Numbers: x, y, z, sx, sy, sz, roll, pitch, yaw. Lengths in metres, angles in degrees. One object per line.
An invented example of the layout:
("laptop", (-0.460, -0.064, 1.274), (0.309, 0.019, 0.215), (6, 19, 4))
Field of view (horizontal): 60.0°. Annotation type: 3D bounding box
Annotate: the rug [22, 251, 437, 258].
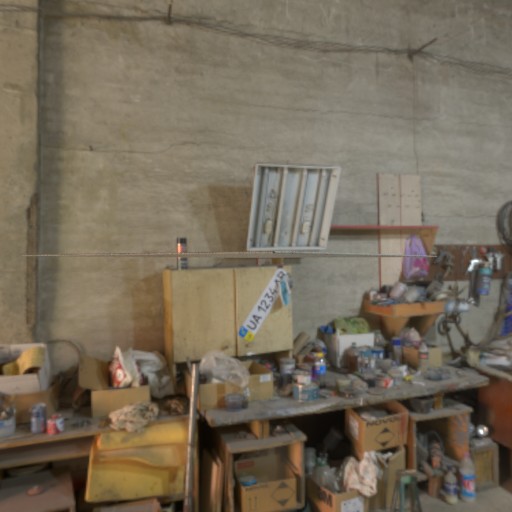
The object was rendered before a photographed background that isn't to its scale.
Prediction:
("rug", (0.000, 0.000, 4.094), (2.451, 0.011, 3.072), (0, -1, 36))
